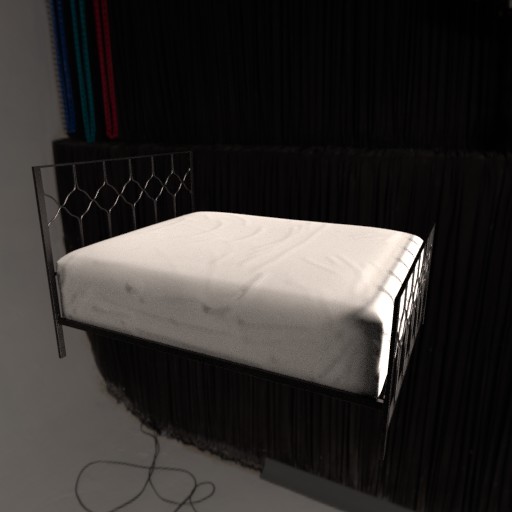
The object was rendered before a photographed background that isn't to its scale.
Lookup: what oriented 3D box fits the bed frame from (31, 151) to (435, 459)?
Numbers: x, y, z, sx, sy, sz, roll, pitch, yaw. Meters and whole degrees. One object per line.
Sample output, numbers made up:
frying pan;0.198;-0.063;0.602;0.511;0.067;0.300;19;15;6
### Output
bed frame;0.000;0.000;2.950;2.063;1.222;1.597;8;19;25
